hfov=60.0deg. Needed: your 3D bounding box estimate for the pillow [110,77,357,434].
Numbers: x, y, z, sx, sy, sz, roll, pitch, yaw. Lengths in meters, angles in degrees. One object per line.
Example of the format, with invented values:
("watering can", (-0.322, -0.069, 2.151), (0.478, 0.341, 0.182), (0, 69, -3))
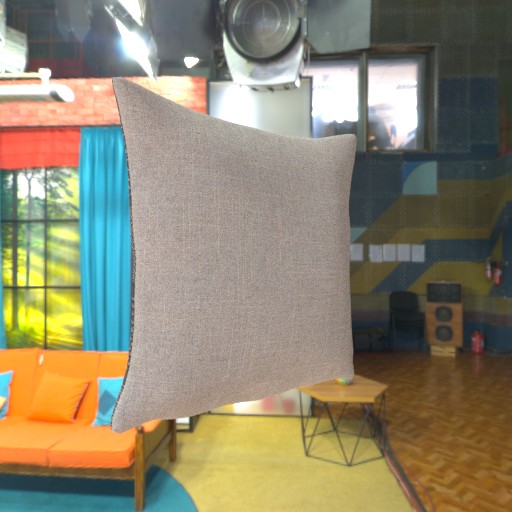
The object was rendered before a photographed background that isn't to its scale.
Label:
("pillow", (0.000, 0.000, 0.662), (0.435, 0.432, 0.138), (0, 0, -37))
